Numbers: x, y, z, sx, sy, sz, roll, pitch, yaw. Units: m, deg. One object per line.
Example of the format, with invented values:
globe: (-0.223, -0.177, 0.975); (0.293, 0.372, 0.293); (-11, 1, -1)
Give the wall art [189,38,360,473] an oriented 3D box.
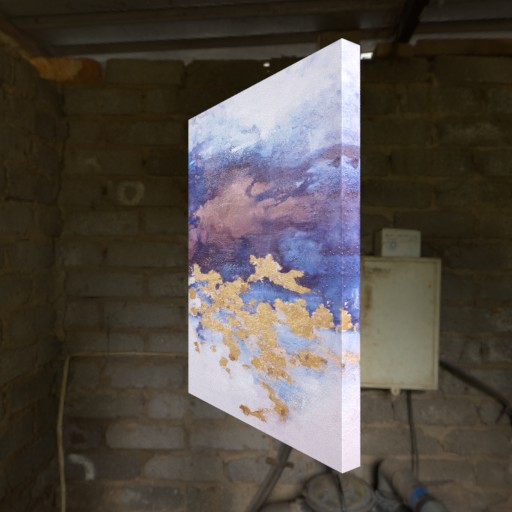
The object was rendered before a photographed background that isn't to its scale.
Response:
wall art: (0.000, 0.000, 0.777); (0.036, 0.581, 0.437); (0, 0, -36)
